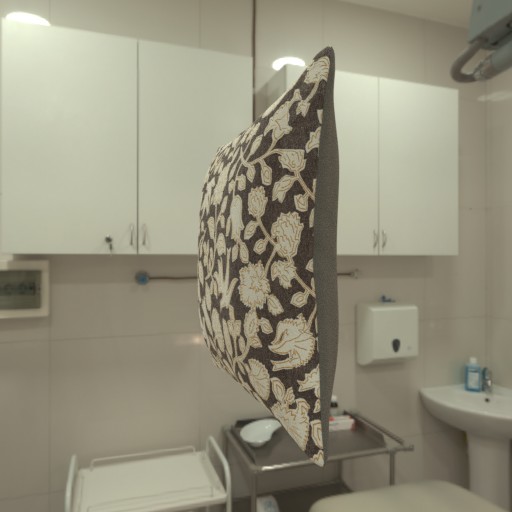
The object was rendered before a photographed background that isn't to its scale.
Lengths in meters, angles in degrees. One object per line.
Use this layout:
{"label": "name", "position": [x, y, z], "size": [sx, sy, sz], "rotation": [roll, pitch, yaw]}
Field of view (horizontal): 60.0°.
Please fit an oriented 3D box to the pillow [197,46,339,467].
{"label": "pillow", "position": [0.000, 0.000, 0.779], "size": [0.166, 0.507, 0.526], "rotation": [0, 0, -19]}
